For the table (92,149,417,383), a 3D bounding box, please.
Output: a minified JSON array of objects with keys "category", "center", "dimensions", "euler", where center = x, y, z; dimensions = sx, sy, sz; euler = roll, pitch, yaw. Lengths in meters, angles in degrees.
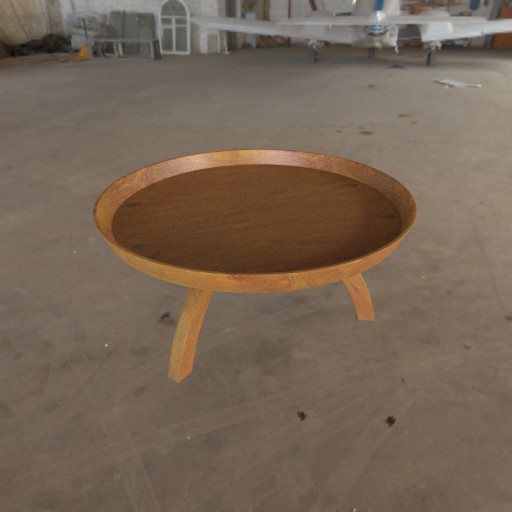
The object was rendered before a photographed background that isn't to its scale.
[{"category":"table","center":[0.000,0.000,1.547],"dimensions":[1.016,0.470,1.016],"euler":[0,29,0]}]
